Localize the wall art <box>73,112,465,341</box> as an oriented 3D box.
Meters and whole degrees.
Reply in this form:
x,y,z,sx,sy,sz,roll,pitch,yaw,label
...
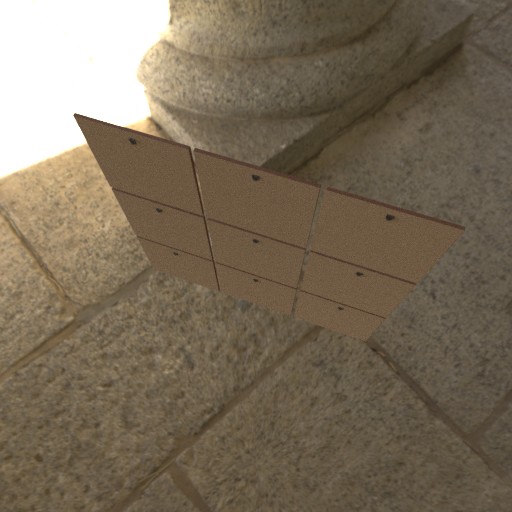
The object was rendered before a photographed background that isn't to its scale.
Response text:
x,y,z,sx,sy,sz,roll,pitch,yaw,label
0.000,0.000,1.856,1.221,1.218,0.019,18,66,8,wall art
